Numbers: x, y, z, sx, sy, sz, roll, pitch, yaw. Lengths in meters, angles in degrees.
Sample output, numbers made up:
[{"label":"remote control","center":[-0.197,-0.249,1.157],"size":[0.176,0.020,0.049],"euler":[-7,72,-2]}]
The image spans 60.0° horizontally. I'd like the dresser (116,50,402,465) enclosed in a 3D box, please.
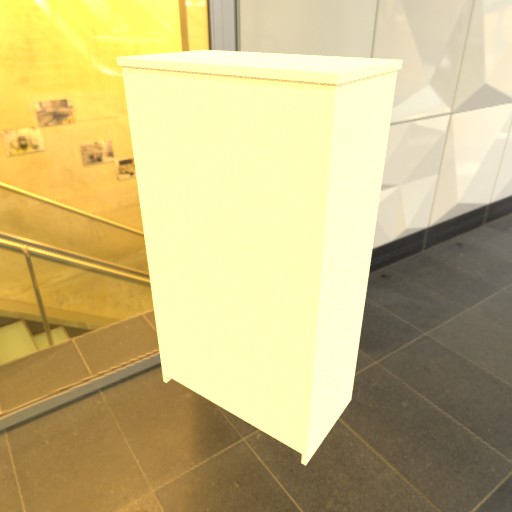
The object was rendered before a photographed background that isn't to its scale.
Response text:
[{"label":"dresser","center":[0.000,0.000,1.537],"size":[0.704,1.255,0.399],"euler":[19,34,31]}]
